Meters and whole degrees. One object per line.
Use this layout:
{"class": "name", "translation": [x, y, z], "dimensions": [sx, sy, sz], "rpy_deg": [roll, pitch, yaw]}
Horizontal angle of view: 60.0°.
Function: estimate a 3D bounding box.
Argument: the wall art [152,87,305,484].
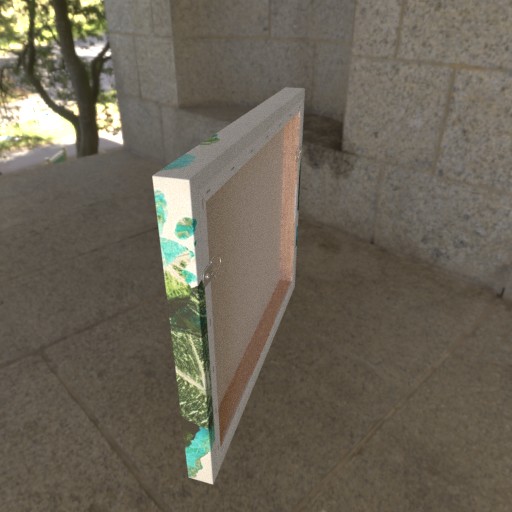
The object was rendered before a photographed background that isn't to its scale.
{"class": "wall art", "translation": [0.000, 0.000, 0.711], "dimensions": [0.041, 0.435, 0.507], "rpy_deg": [9, 31, 15]}
